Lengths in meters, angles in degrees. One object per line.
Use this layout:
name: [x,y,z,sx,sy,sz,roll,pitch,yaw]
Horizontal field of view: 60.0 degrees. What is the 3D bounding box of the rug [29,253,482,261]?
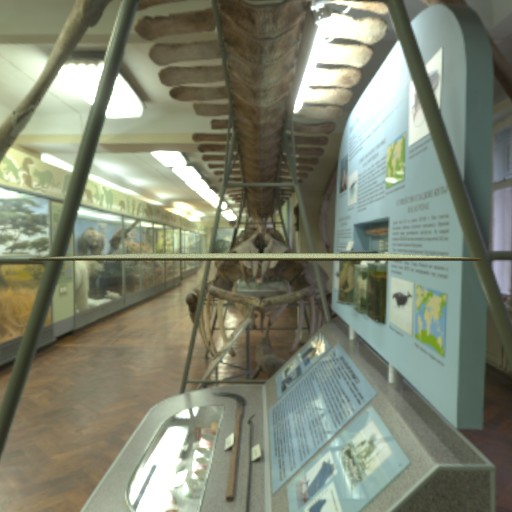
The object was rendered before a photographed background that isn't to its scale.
rug: [0.000,0.000,4.139,3.041,0.020,2.413,0,1,1]
